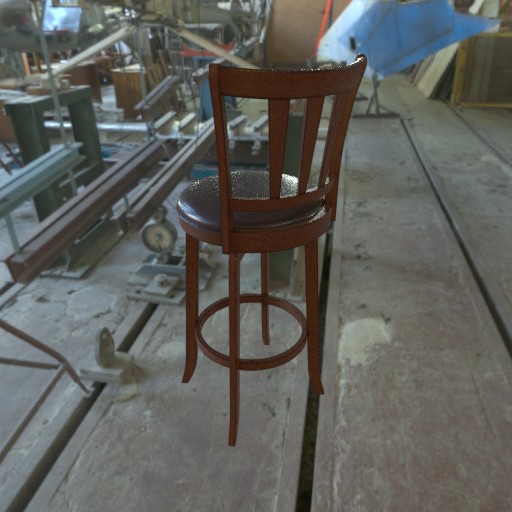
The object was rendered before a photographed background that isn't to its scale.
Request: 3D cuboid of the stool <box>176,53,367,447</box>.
[{"bbox_3d":[0.000,0.000,1.412,0.464,1.177,0.503,-18,34,-30],"label":"stool"}]
